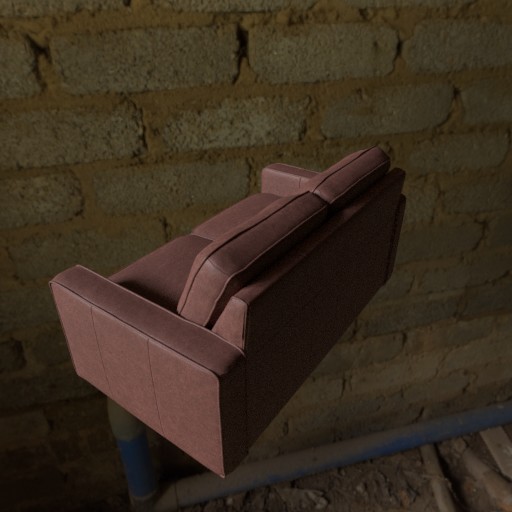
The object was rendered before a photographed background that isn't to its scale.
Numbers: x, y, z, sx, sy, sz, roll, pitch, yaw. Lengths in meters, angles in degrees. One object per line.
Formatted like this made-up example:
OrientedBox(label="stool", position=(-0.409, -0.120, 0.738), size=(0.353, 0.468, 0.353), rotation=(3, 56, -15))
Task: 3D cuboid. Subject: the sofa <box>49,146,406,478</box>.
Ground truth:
OrientedBox(label="sofa", position=(0.000, 0.000, 2.254), size=(0.947, 0.918, 1.709), rotation=(21, 38, 30))
